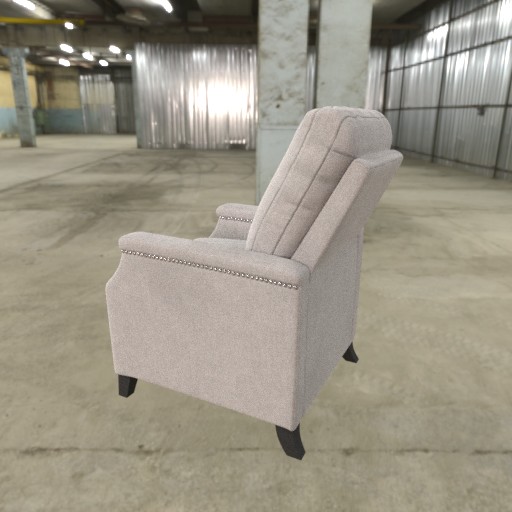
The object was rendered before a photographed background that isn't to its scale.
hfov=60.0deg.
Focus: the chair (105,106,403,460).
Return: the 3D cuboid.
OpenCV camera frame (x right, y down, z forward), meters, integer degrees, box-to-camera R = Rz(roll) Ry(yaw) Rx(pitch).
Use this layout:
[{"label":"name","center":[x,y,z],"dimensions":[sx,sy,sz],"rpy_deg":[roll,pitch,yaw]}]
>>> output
[{"label":"chair","center":[0.000,0.000,1.657],"dimensions":[0.922,1.049,0.710],"rpy_deg":[9,19,26]}]
